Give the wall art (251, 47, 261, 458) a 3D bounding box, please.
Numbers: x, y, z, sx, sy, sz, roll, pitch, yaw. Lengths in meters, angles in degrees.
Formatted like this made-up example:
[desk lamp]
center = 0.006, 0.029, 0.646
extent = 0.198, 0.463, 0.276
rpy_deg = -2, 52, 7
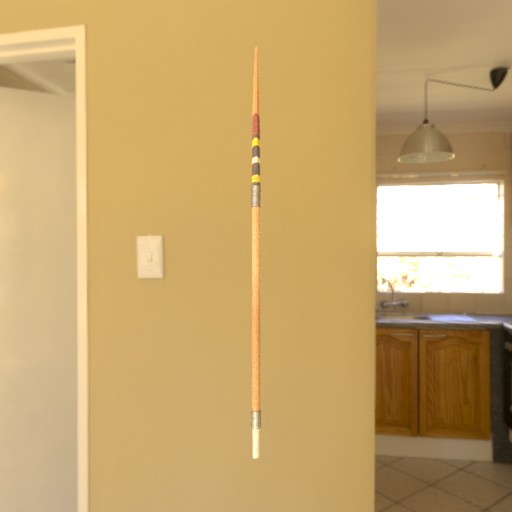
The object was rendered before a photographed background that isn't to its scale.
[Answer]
[wall art]
center = 0.000, 0.000, 1.715
extent = 0.038, 1.556, 0.146
rpy_deg = 0, 0, 0
